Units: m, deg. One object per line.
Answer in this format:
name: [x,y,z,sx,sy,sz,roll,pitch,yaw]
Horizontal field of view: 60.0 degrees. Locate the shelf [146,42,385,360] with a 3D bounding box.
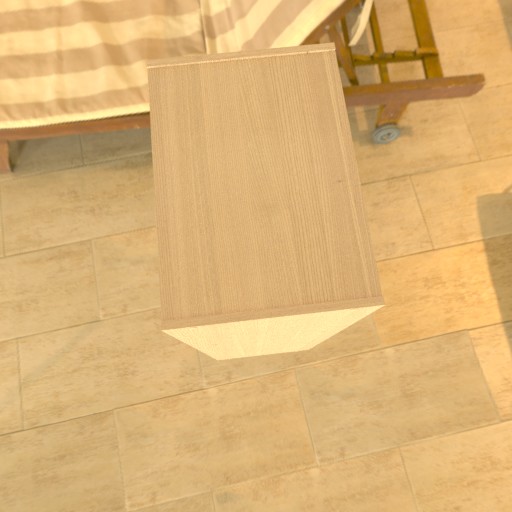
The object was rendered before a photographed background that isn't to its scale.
shelf: [0.000,0.000,1.051,0.292,0.876,0.417,-6,74,-2]
